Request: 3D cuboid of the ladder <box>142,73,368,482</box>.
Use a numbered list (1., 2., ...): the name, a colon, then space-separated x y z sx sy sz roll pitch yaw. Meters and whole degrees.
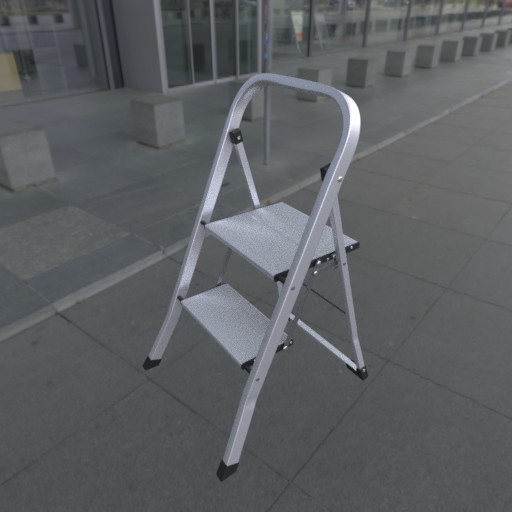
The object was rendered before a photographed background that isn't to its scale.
1. ladder: 0.000 0.000 1.126 0.530 0.830 0.465 -20 36 -30
